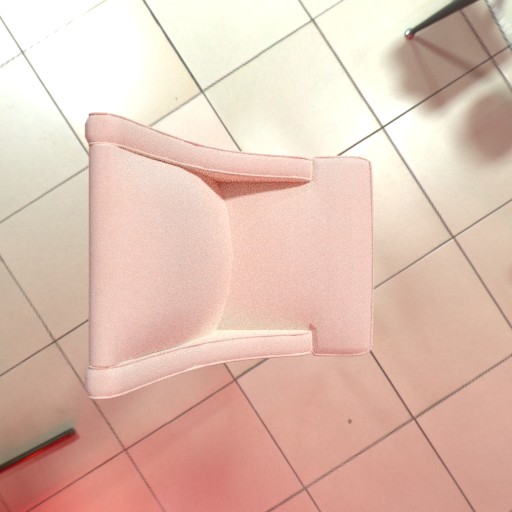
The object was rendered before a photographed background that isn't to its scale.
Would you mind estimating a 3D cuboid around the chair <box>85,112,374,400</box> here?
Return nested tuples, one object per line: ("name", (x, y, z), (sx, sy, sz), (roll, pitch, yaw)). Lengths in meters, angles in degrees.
("chair", (0.000, 0.000, 1.458), (0.806, 0.886, 0.689), (0, 90, 0))
